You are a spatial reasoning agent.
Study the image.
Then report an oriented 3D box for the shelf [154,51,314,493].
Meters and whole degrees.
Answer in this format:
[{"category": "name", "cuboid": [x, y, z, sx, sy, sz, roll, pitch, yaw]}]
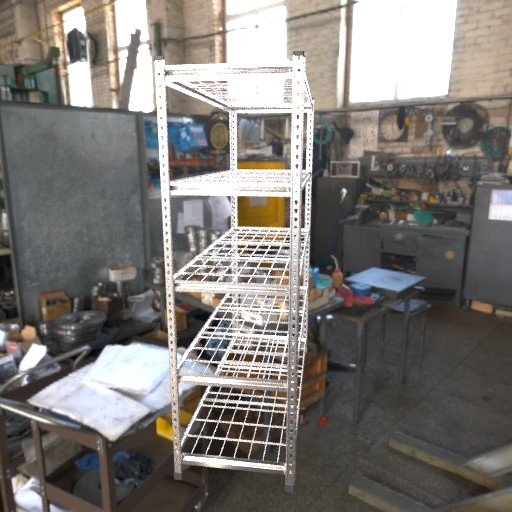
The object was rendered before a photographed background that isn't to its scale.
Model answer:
[{"category": "shelf", "cuboid": [0.000, 0.000, 2.696, 0.610, 1.981, 1.524, 2, 13, 8]}]
